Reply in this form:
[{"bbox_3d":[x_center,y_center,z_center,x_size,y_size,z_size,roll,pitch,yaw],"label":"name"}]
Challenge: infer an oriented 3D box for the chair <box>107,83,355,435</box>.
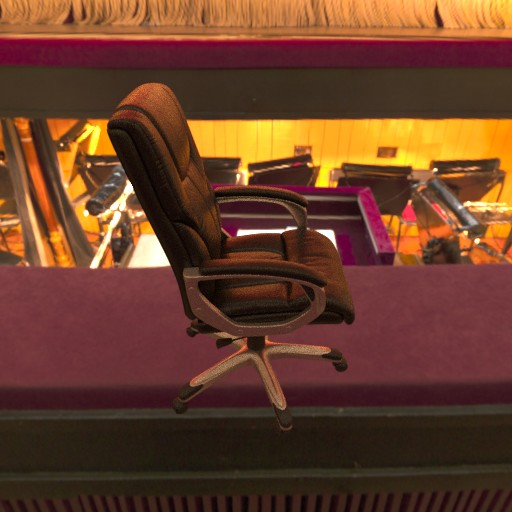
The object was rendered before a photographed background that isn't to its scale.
[{"bbox_3d":[0.000,0.000,1.608,0.780,1.145,0.700,0,32,0],"label":"chair"}]
